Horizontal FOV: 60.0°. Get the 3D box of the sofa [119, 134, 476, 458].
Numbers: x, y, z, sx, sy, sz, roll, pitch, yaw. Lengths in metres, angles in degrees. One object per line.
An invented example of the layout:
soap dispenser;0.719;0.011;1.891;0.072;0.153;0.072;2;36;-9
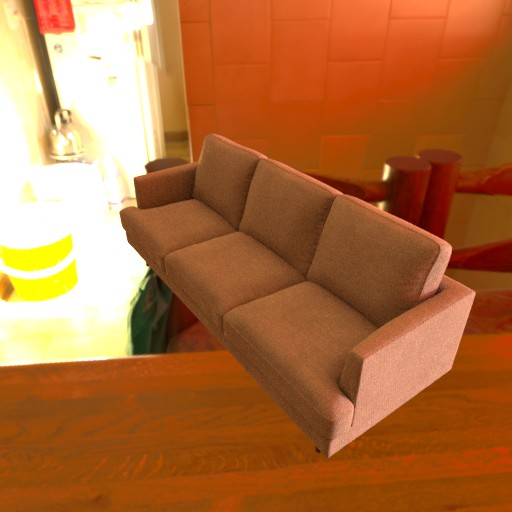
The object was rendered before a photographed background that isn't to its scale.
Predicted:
sofa;0.000;0.000;2.665;0.903;0.930;2.246;-21;38;-29
